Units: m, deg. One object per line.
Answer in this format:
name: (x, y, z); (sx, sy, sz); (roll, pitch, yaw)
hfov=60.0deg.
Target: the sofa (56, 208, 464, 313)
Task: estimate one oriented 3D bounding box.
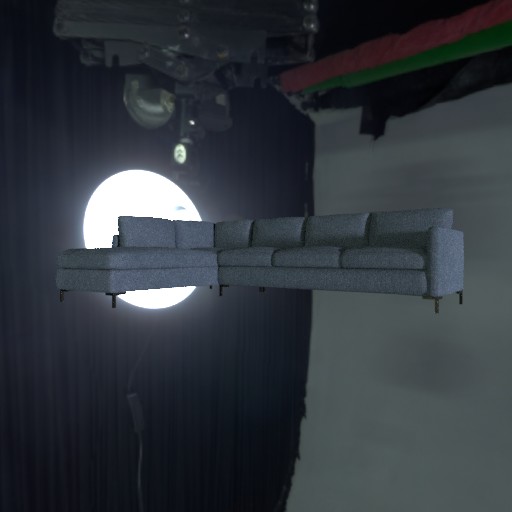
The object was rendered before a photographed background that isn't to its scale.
sofa: (0.000, 0.000, 3.810); (2.949, 0.815, 2.007); (0, 0, 37)
